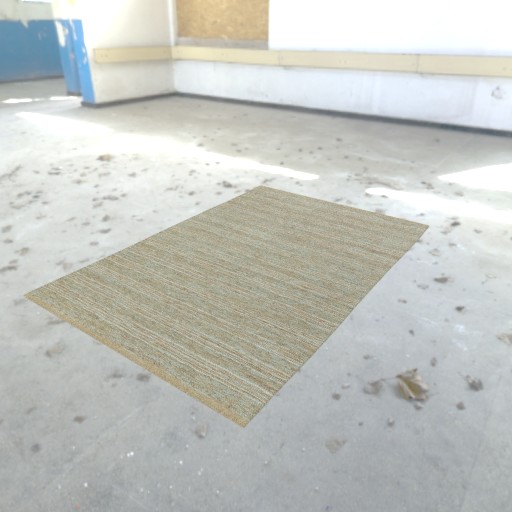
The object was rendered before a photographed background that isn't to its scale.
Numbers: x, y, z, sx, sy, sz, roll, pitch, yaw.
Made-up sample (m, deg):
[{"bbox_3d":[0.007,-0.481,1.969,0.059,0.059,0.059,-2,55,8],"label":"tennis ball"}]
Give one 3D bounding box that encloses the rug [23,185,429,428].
[{"bbox_3d":[0.000,0.000,2.303,1.240,0.010,1.824,19,33,31],"label":"rug"}]
